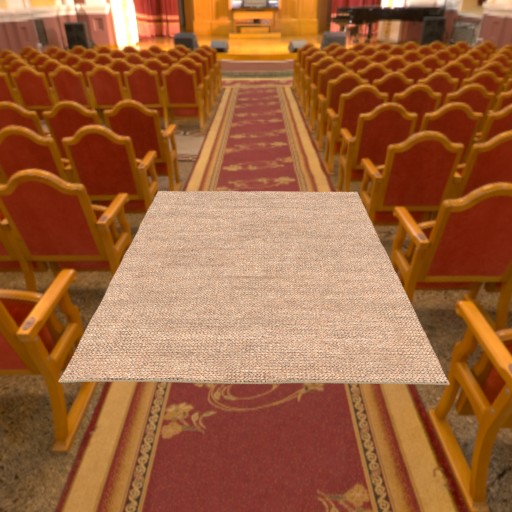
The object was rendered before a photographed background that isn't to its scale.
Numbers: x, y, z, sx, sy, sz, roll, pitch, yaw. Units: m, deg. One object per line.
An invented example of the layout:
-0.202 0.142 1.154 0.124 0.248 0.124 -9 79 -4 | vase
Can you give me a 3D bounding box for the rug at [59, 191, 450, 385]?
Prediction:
0.000 0.000 4.048 2.429 0.030 3.052 0 31 1 | rug
